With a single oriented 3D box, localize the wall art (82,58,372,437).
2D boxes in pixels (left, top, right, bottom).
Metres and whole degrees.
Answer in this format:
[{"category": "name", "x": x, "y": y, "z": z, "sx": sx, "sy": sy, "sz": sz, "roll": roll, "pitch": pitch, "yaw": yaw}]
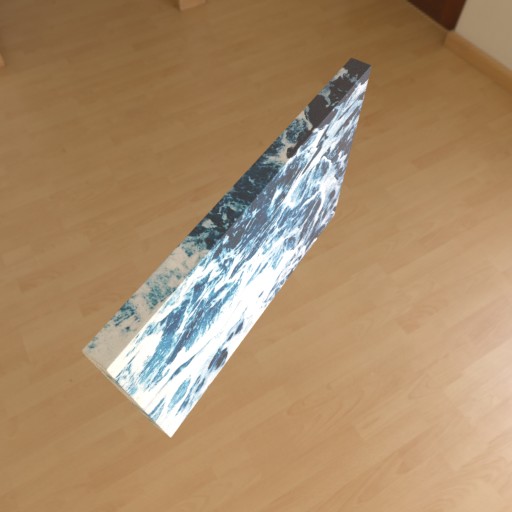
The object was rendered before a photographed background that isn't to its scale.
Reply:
[{"category": "wall art", "x": 0.000, "y": 0.000, "z": 0.768, "sx": 0.043, "sy": 0.407, "sz": 0.609, "roll": 30, "pitch": 63, "yaw": 17}]
